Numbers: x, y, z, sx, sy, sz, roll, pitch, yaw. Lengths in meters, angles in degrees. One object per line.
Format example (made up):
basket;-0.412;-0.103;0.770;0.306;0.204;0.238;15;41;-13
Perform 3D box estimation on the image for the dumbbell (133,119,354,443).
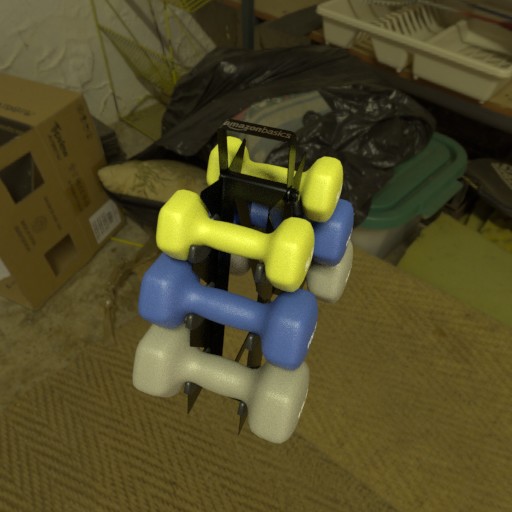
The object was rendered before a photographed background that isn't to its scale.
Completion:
dumbbell;0.000;0.000;0.680;0.261;0.426;0.416;16;47;15
